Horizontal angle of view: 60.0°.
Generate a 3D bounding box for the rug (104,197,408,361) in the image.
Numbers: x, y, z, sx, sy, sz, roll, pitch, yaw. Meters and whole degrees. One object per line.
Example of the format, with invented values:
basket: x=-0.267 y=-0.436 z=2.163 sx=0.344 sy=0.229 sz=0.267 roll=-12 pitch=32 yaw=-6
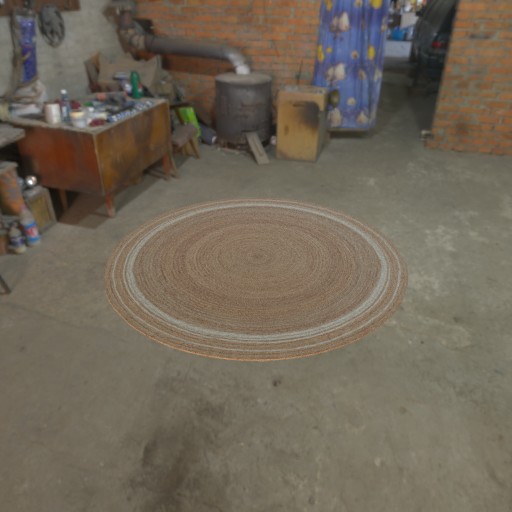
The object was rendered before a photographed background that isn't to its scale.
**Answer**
rug: x=0.000 y=0.000 z=3.710 sx=2.444 sy=0.015 sz=2.444 roll=0 pitch=31 yaw=0
